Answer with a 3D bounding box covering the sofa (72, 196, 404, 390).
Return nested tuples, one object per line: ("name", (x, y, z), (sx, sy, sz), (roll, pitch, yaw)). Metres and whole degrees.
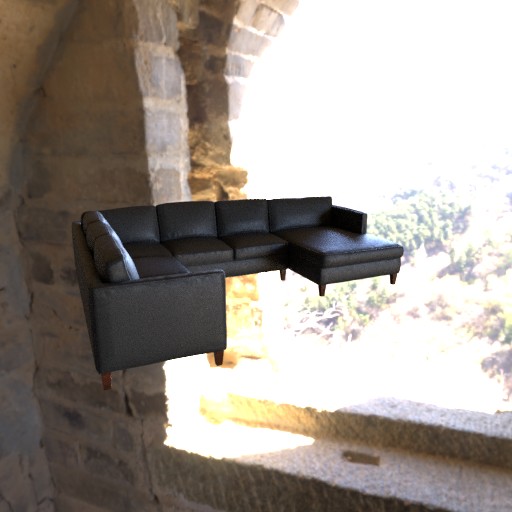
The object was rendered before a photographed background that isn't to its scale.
("sofa", (0.000, 0.000, 4.637), (3.460, 0.923, 2.593), (-7, 16, -23))
